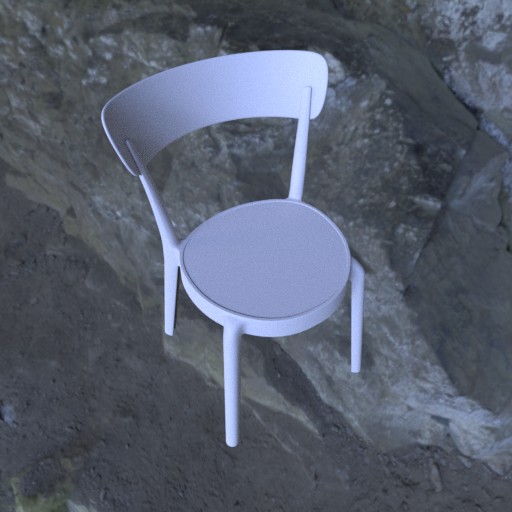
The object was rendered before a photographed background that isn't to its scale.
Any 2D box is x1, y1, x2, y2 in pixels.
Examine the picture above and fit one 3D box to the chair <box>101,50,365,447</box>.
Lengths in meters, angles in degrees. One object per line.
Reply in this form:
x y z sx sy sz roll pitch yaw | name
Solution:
0.000 0.000 1.097 0.506 0.790 0.491 -24 51 -21 | chair
